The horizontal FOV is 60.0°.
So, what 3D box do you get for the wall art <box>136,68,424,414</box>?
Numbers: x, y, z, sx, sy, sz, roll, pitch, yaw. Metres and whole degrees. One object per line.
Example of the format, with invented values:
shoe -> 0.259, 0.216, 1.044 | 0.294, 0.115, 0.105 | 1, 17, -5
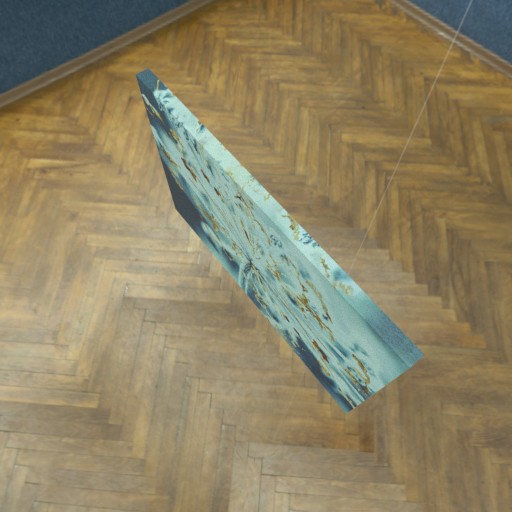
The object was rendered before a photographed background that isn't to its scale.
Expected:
wall art -> 0.000, 0.000, 1.207 | 0.038, 0.608, 0.912 | -35, 68, -16
